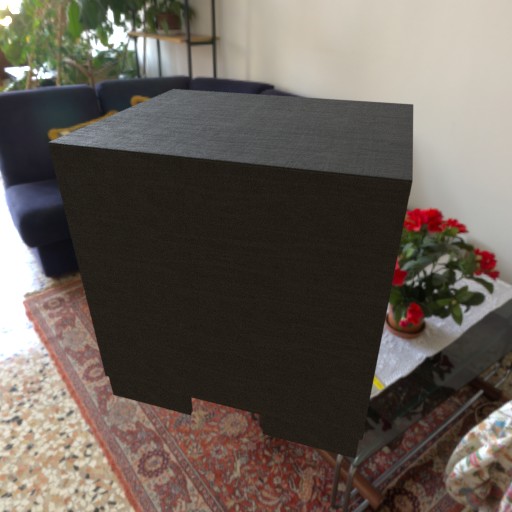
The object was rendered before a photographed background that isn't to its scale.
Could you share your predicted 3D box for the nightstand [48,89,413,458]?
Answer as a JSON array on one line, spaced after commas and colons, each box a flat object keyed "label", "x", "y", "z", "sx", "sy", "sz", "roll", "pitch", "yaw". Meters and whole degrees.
[{"label": "nightstand", "x": 0.000, "y": 0.000, "z": 0.744, "sx": 0.427, "sy": 0.448, "sz": 0.347, "roll": 9, "pitch": 32, "yaw": 14}]
